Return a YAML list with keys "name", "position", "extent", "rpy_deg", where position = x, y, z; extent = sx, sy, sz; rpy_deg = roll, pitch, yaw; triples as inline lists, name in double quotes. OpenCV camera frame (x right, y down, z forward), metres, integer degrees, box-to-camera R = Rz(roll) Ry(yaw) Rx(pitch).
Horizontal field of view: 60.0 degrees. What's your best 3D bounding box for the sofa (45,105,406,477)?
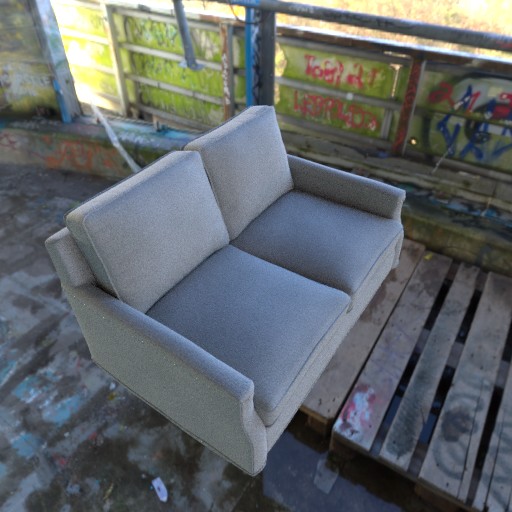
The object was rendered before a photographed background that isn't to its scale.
- name: "sofa"
  position: [0.000, 0.000, 2.258]
  extent: [1.084, 1.003, 1.597]
  rpy_deg: [24, 46, 25]
